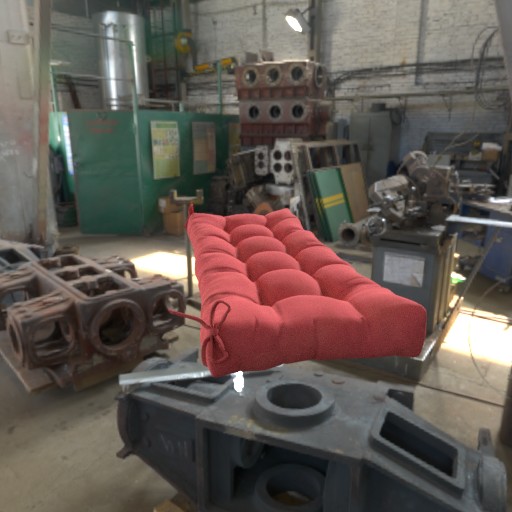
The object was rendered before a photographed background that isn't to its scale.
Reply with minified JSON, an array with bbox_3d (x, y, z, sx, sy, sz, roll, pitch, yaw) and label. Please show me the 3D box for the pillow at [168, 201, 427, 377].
[{"bbox_3d":[0.000,0.000,1.365,0.511,0.174,1.194,-3,17,-10],"label":"pillow"}]
